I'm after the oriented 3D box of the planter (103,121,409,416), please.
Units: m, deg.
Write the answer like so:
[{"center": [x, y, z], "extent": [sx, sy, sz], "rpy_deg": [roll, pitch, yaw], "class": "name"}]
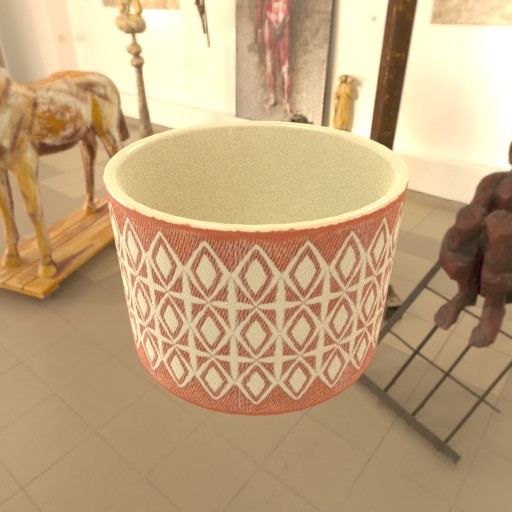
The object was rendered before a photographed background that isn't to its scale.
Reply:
[{"center": [0.000, 0.000, 0.328], "extent": [0.192, 0.148, 0.192], "rpy_deg": [0, 32, 0], "class": "planter"}]
